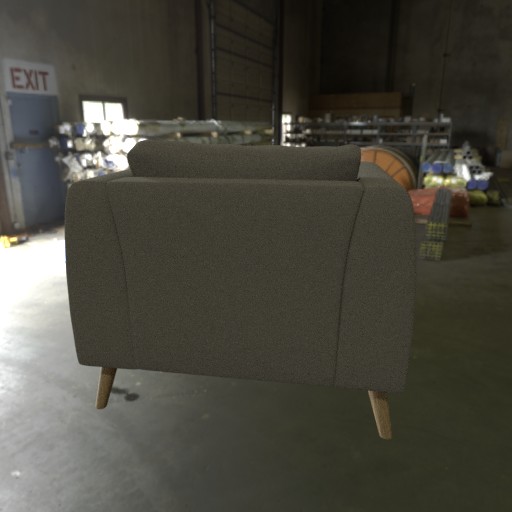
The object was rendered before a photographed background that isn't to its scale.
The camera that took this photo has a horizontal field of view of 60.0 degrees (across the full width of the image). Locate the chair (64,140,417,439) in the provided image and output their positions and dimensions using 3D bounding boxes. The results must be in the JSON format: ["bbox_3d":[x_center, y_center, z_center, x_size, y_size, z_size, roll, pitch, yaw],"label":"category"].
[{"bbox_3d":[0.000,0.000,1.672,1.000,0.860,0.930,3,17,9],"label":"chair"}]
